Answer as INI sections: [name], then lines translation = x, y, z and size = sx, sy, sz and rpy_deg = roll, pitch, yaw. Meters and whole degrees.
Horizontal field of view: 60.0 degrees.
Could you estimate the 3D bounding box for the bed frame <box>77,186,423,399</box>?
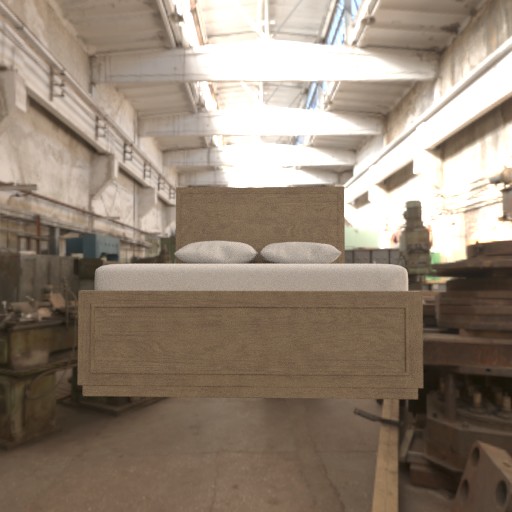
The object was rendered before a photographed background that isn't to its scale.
[bed frame]
translation = 0.000, 0.000, 3.160
size = 1.606, 1.369, 2.189
rpy_deg = 0, -1, 2
